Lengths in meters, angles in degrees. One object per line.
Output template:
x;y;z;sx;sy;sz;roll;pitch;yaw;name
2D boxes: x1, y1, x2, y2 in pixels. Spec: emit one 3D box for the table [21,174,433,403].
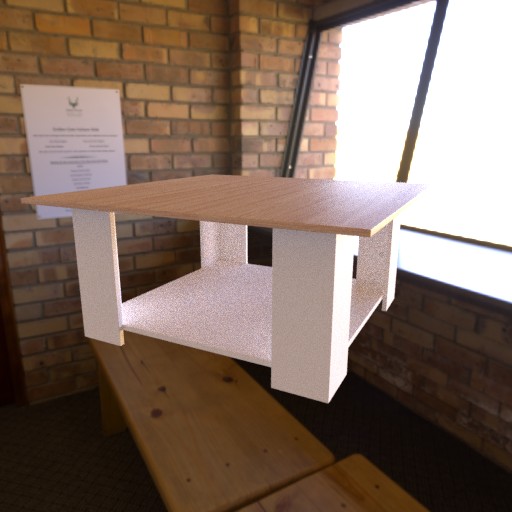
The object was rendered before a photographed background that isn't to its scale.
0.000;0.000;1.027;0.670;0.305;0.670;7;16;26;table
